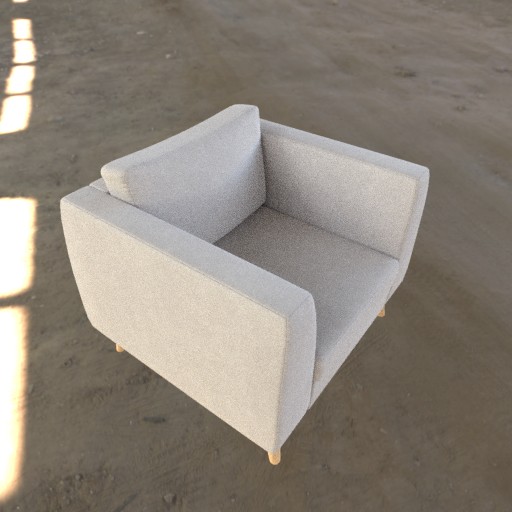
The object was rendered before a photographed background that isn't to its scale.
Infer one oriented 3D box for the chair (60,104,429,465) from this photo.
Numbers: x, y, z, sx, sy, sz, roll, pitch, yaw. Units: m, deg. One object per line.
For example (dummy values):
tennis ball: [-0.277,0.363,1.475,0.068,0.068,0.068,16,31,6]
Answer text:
chair: [0.000,0.000,1.707,0.930,0.860,1.000,25,45,28]
